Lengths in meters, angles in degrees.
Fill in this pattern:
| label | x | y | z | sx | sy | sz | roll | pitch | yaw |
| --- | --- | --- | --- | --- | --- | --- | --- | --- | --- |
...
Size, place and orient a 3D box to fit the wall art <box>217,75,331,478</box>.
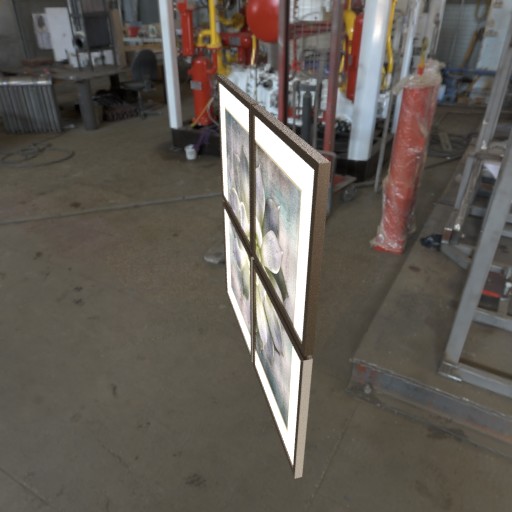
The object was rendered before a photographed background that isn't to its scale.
| label | x | y | z | sx | sy | sz | roll | pitch | yaw |
| --- | --- | --- | --- | --- | --- | --- | --- | --- | --- |
| wall art | 0.000 | 0.000 | 1.554 | 0.030 | 1.032 | 1.032 | -8 | 32 | -13 |
